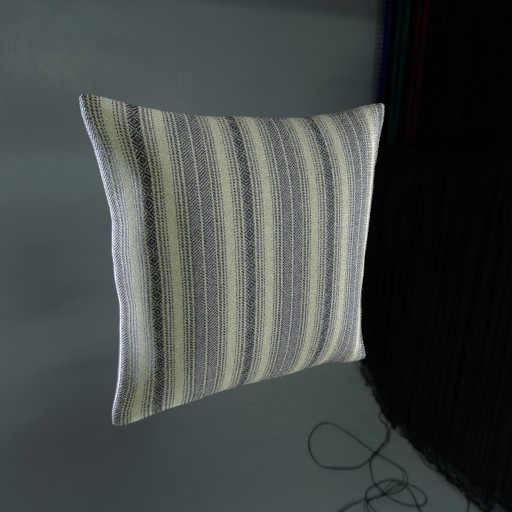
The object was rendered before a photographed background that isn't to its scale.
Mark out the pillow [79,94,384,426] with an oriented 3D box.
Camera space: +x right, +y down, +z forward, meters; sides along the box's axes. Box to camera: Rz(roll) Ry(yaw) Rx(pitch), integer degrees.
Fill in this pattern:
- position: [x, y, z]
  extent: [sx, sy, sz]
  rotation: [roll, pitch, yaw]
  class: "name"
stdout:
- position: [0.000, 0.000, 0.760]
  extent: [0.520, 0.508, 0.166]
  rotation: [-8, 18, -25]
  class: "pillow"
